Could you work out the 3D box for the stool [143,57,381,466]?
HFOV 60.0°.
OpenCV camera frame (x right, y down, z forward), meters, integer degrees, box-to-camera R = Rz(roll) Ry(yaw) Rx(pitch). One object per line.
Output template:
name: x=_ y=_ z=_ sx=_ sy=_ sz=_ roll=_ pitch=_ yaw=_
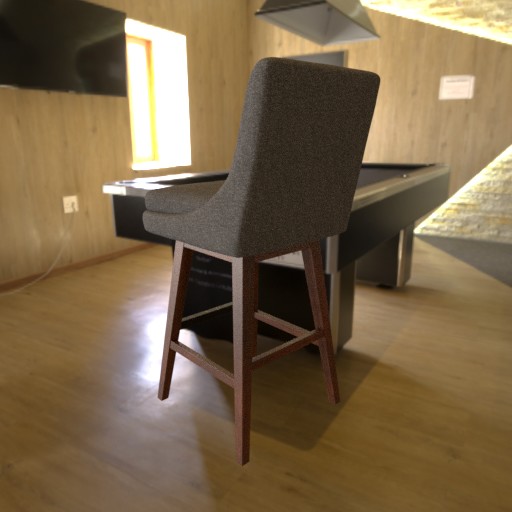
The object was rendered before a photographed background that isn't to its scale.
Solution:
stool: x=0.000 y=0.000 z=1.395 sx=0.489 sy=1.068 sz=0.572 roll=-14 pitch=21 yaw=-41
